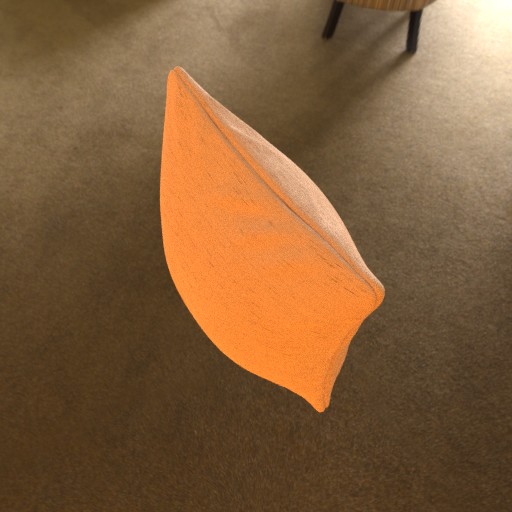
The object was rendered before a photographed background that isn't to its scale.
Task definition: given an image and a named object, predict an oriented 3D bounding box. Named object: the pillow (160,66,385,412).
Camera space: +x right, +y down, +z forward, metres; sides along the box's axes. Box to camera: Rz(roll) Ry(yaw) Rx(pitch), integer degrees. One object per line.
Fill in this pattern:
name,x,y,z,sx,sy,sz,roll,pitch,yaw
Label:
pillow,0.000,0.000,0.683,0.246,0.415,0.432,-28,61,-17
